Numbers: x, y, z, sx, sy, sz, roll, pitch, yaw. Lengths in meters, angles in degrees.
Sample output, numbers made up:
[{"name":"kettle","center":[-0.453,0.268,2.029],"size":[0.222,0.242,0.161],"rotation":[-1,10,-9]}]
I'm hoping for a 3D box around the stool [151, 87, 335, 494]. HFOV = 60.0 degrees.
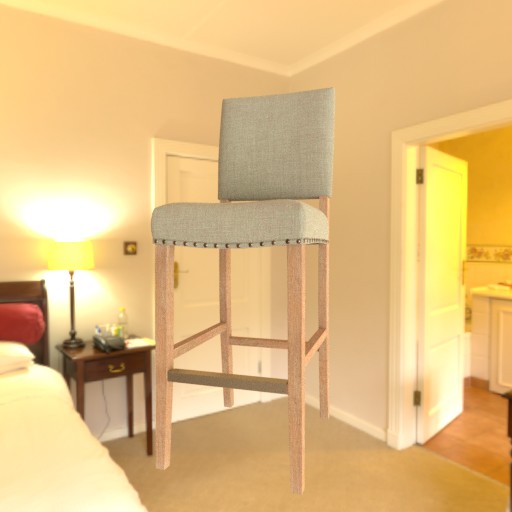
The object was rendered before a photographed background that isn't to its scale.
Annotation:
[{"name":"stool","center":[0.000,0.000,1.448],"size":[0.445,1.203,0.585],"rotation":[1,2,18]}]
